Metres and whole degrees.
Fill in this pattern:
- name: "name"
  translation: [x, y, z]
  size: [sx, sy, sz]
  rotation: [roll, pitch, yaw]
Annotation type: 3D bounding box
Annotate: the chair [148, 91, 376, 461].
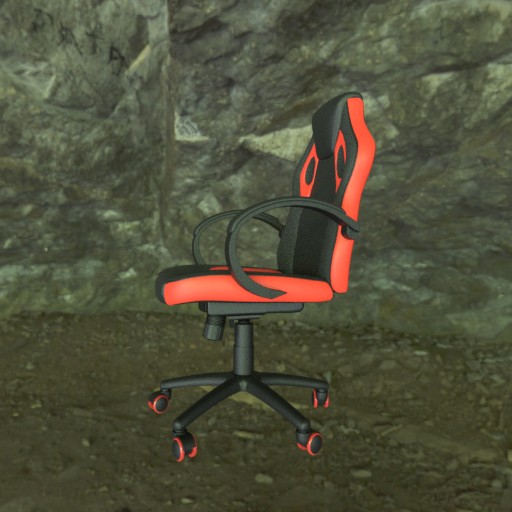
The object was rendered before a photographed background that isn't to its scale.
- name: "chair"
  translation: [0.000, 0.000, 1.386]
  size: [0.642, 1.016, 0.600]
  rotation: [-1, 2, -18]
